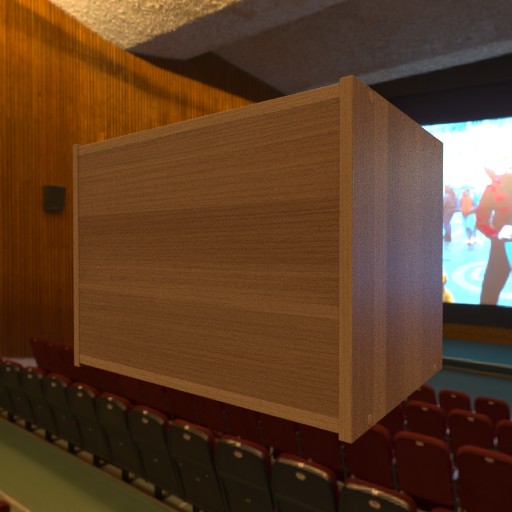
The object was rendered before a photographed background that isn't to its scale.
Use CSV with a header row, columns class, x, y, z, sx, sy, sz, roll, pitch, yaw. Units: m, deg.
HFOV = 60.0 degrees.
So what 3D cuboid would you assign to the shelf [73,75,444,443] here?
class,x,y,z,sx,sy,sz,roll,pitch,yaw
shelf,0.000,0.000,0.606,0.415,0.305,0.290,1,1,37
